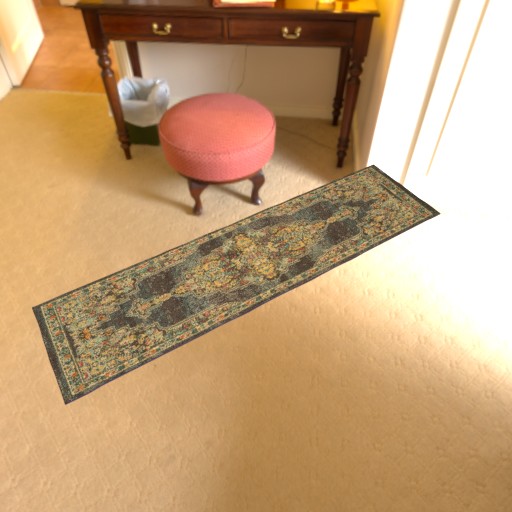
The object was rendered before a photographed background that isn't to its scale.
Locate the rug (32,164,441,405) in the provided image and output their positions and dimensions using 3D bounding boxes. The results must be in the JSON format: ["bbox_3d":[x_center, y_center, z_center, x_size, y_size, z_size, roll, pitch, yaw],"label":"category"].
[{"bbox_3d":[0.000,0.000,2.458,2.283,0.016,0.602,-25,52,-21],"label":"rug"}]
